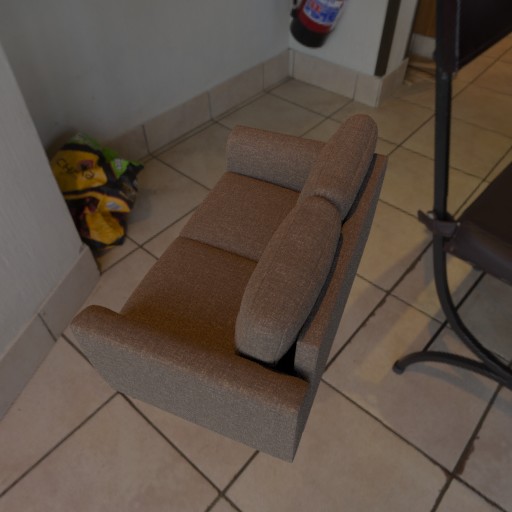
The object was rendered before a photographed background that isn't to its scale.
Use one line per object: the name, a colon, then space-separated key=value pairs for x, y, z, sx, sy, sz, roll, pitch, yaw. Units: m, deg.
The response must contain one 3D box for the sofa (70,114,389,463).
sofa: x=0.000 y=0.000 z=1.979 sx=0.851 sy=0.885 sz=1.423 roll=16 pitch=49 yaw=15
